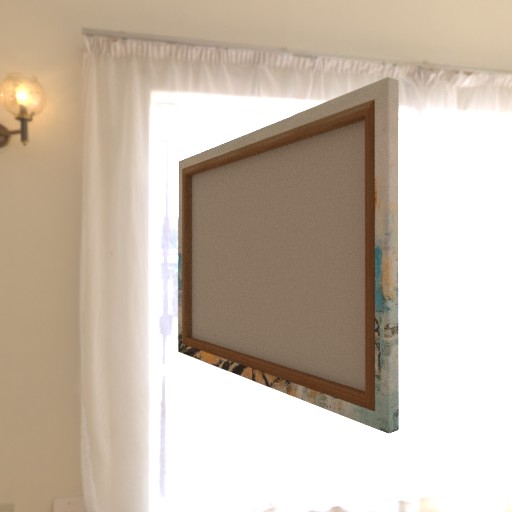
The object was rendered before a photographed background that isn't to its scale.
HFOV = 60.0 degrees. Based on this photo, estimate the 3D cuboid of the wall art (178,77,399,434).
[{"bbox_3d":[0.000,0.000,1.363,0.038,0.762,1.016,0,0,-36],"label":"wall art"}]
